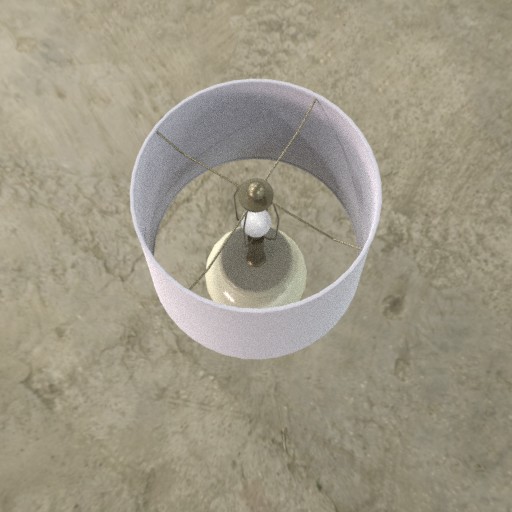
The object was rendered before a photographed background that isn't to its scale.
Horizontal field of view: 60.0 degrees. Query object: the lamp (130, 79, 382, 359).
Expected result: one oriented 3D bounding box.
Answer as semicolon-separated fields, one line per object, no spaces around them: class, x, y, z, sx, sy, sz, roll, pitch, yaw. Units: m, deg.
lamp;0.000;0.000;0.523;0.239;0.399;0.239;0;75;0
